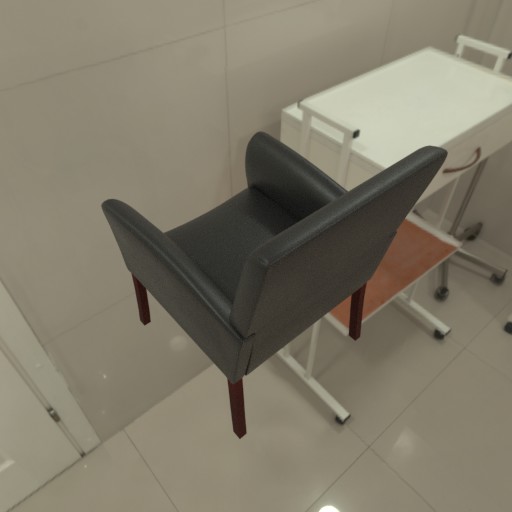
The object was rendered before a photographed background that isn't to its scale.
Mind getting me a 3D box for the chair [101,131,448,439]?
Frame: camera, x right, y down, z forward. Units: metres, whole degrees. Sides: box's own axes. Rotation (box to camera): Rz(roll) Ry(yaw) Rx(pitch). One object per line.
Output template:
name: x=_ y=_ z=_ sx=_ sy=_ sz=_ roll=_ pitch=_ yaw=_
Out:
chair: x=0.000 y=0.000 z=1.502 sx=0.683 sy=0.951 sz=0.772 roll=-32 pitch=53 yaw=-27
